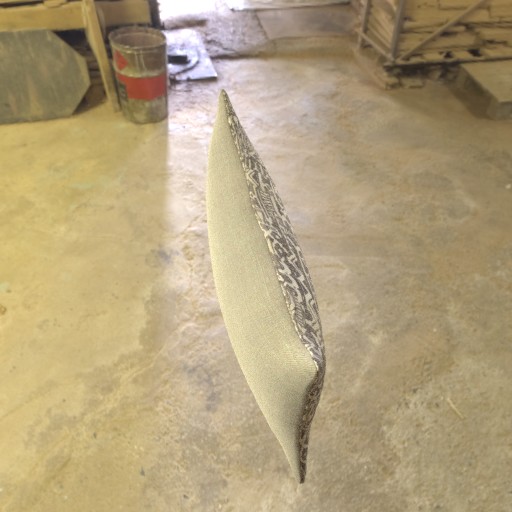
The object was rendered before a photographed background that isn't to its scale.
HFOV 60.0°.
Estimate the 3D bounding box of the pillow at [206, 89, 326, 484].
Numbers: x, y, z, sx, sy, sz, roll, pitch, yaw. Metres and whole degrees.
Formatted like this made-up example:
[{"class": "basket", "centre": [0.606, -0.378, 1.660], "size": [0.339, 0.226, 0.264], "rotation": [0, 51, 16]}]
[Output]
[{"class": "pillow", "centre": [0.000, 0.000, 0.735], "size": [0.148, 0.290, 0.631], "rotation": [-9, 47, -8]}]
